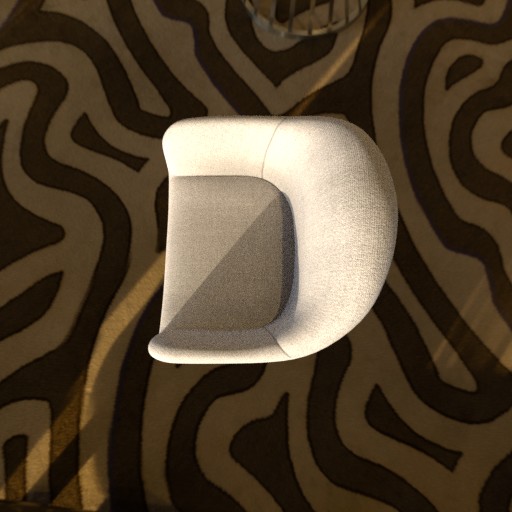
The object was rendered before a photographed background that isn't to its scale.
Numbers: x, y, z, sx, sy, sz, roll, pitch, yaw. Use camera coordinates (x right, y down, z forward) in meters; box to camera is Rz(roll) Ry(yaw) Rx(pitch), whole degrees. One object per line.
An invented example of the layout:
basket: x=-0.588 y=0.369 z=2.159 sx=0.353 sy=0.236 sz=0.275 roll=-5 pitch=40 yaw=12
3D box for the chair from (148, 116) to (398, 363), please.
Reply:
chair: x=0.000 y=0.000 z=1.219 sx=0.550 sy=0.795 sz=0.590 roll=0 pitch=75 yaw=0
